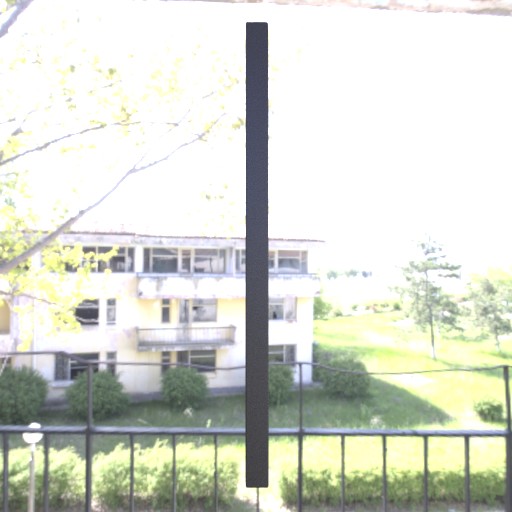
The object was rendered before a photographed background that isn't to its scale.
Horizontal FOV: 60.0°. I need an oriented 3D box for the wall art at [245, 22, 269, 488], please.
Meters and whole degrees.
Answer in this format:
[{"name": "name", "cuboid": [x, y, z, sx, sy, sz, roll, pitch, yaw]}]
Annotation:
[{"name": "wall art", "cuboid": [0.000, 0.000, 0.750, 0.028, 0.551, 0.451, 0, -1, 0]}]
